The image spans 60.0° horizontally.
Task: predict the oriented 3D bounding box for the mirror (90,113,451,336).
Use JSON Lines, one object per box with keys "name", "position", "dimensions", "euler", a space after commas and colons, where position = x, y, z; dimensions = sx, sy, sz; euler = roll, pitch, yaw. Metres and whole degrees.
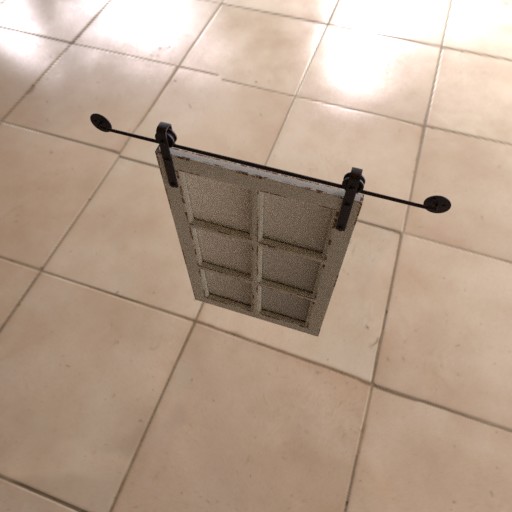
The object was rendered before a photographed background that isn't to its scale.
{"name": "mirror", "position": [0.000, 0.000, 1.259], "dimensions": [0.808, 0.844, 0.037], "euler": [16, 60, 9]}
